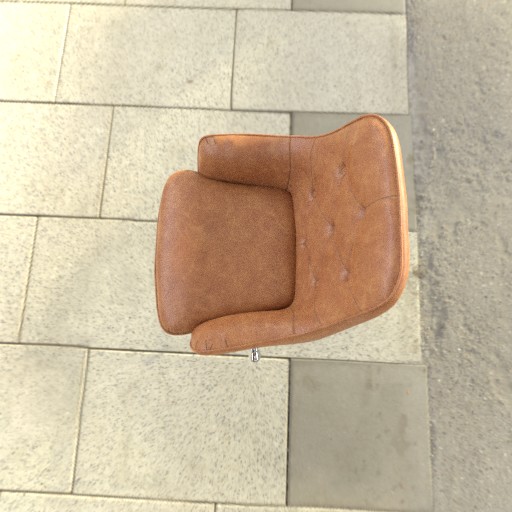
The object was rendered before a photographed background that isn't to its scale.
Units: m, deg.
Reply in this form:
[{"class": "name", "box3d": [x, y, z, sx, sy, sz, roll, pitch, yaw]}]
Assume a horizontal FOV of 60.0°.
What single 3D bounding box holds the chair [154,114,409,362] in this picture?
[{"class": "chair", "box3d": [0.000, 0.000, 1.320, 0.615, 0.909, 0.628, 0, 77, 0]}]
